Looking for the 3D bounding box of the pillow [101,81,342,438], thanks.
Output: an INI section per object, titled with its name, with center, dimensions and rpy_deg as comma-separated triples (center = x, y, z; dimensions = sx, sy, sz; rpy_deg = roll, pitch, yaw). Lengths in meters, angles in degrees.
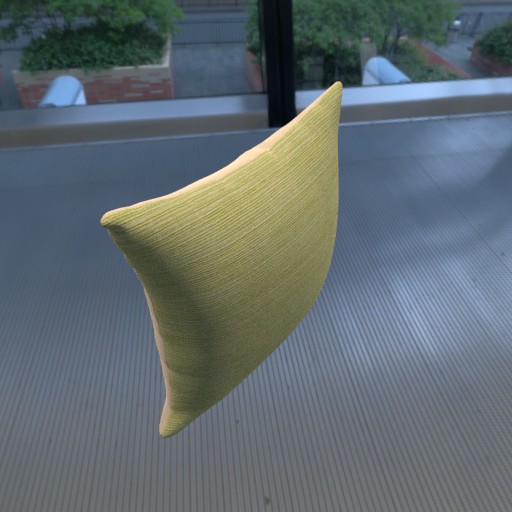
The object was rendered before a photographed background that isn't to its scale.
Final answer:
[pillow]
center = 0.000, 0.000, 0.804
dimensions = 0.229, 0.487, 0.560
rpy_deg = 26, 46, 27
